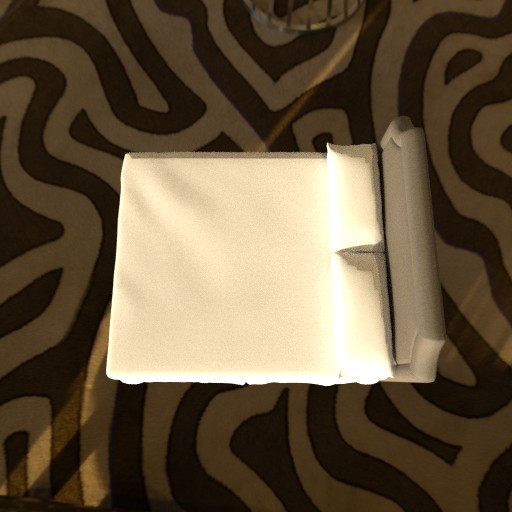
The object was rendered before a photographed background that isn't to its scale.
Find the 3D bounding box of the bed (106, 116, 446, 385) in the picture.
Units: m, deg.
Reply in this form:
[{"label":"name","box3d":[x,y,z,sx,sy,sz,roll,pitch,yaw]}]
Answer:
[{"label":"bed","box3d":[0.000,0.000,3.850,2.536,1.561,2.194,0,75,0]}]
